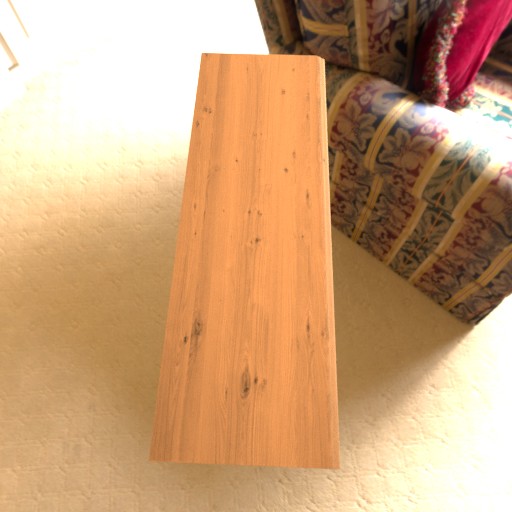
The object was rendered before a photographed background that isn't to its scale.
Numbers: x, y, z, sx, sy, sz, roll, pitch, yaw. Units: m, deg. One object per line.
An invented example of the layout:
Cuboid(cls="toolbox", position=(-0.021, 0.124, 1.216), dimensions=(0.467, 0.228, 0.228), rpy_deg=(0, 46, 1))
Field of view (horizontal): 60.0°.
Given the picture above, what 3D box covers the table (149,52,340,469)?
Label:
Cuboid(cls="table", position=(0.000, 0.000, 1.404), dimensions=(0.400, 0.510, 1.200), rpy_deg=(2, 65, 1))
